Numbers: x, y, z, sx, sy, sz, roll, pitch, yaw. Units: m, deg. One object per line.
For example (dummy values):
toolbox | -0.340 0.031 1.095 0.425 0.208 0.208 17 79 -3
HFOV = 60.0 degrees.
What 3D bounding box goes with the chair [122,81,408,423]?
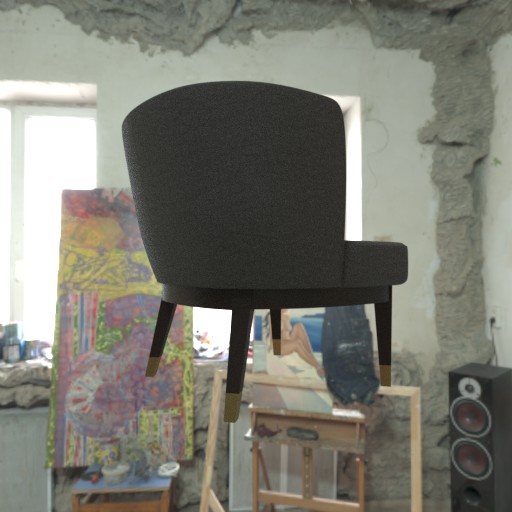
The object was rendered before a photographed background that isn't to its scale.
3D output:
chair | 0.000 0.000 1.235 0.698 0.695 0.639 0 -1 -35
